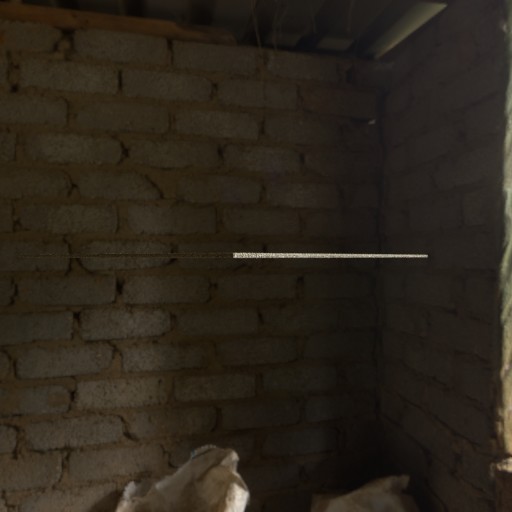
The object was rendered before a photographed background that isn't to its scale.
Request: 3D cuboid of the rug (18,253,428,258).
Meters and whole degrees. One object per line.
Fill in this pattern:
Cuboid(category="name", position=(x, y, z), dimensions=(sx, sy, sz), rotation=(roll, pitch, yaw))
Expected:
Cuboid(category="rug", position=(0.000, 0.000, 2.879), dimensions=(1.532, 0.018, 2.297), rotation=(0, 0, 37))
